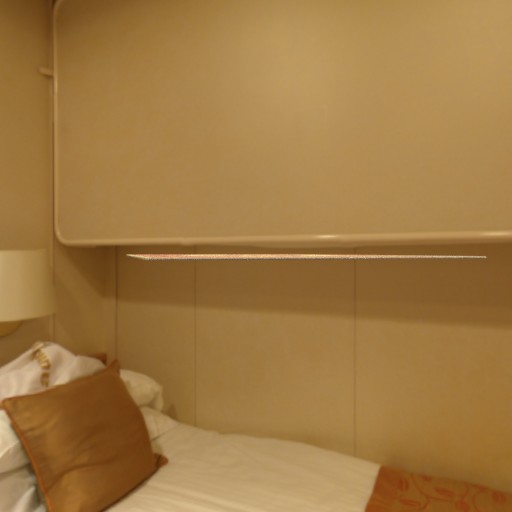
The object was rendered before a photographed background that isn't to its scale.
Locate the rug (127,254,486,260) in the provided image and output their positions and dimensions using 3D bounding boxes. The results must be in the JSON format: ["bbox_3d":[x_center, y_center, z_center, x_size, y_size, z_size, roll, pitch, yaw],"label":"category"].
[{"bbox_3d":[0.000,0.000,3.729,2.005,0.014,2.878,0,1,-18],"label":"rug"}]
